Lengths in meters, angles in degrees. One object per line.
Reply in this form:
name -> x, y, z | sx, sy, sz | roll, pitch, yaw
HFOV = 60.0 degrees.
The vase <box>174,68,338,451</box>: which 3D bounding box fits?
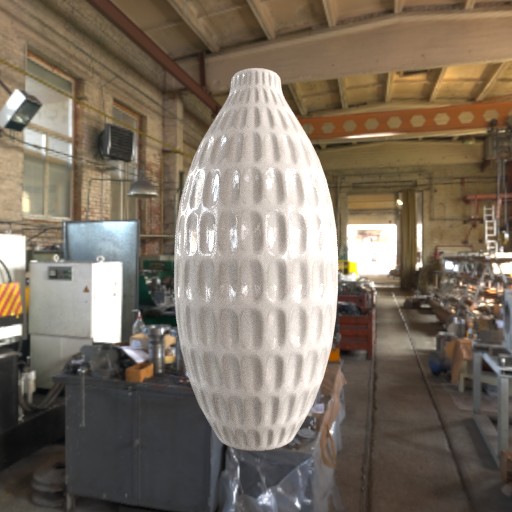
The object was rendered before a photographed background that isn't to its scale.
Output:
vase -> 0.000, 0.000, 0.349 | 0.127, 0.282, 0.127 | 0, 0, 0
